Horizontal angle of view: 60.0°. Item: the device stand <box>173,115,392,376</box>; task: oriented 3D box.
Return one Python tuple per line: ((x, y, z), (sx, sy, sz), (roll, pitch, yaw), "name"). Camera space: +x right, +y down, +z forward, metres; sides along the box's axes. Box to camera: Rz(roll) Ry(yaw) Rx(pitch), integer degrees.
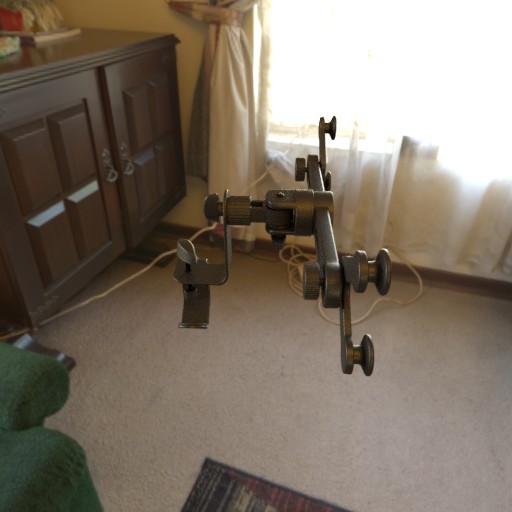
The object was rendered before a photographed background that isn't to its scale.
((0.000, 0.000, 0.367), (0.142, 0.166, 0.270), (1, 33, 2), "device stand")
